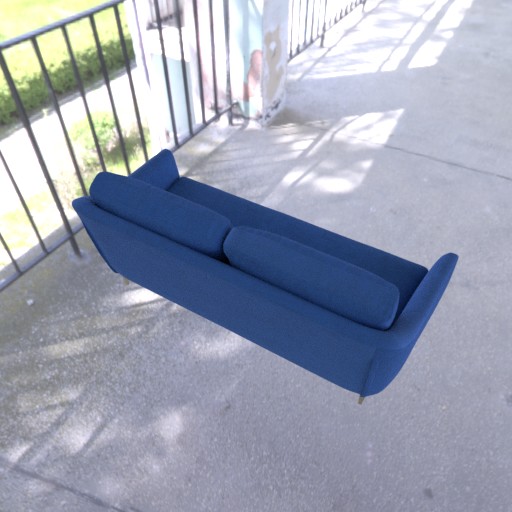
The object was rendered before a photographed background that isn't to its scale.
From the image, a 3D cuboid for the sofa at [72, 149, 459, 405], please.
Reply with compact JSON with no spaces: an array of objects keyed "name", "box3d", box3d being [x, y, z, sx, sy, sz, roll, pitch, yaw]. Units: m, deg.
[{"name":"sofa","box3d":[0.000,0.000,2.588,2.036,0.903,0.960,23,50,21]}]
